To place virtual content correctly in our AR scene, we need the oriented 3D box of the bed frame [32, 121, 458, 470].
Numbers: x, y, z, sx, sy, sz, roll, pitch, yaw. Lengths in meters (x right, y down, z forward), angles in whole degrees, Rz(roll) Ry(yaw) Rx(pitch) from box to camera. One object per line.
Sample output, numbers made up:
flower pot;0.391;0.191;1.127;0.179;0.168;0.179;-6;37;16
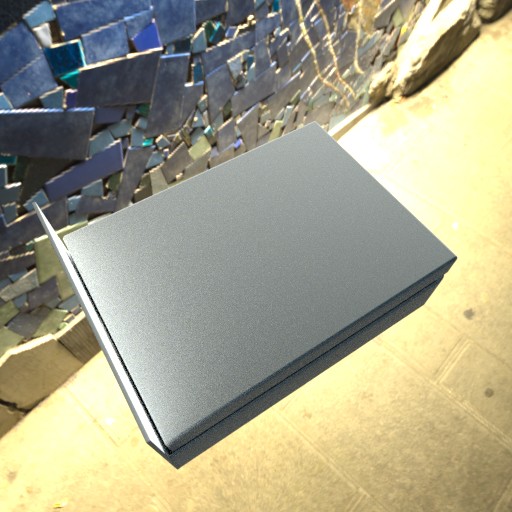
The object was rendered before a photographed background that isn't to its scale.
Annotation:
bed frame;0.000;0.000;2.626;1.900;0.800;1.400;-29;62;-17
